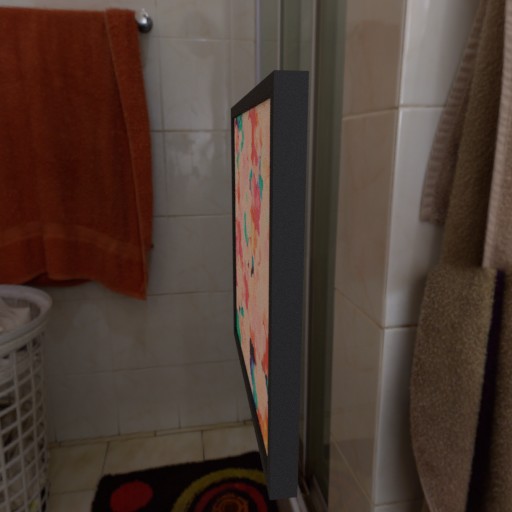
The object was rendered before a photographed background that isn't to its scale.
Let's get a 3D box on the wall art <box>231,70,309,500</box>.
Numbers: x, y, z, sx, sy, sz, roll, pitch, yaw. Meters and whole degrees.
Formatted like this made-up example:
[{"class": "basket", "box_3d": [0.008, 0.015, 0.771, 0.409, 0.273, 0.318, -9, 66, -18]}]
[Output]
[{"class": "wall art", "box_3d": [0.000, 0.000, 0.739, 0.036, 0.503, 0.506, -2, 15, -8]}]
